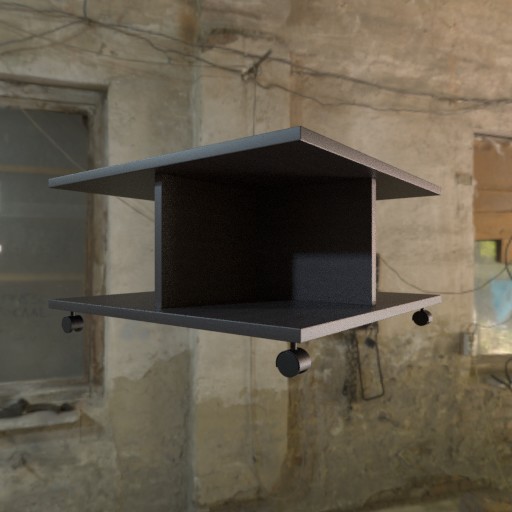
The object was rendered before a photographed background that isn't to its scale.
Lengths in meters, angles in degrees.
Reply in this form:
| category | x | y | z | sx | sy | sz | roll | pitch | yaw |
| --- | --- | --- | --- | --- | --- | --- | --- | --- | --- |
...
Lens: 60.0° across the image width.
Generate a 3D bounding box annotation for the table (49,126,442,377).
| category | x | y | z | sx | sy | sz | roll | pitch | yaw |
| --- | --- | --- | --- | --- | --- | --- | --- | --- | --- |
| table | 0.000 | 0.000 | 1.208 | 0.762 | 0.396 | 0.762 | 0 | 0 | 38 |
